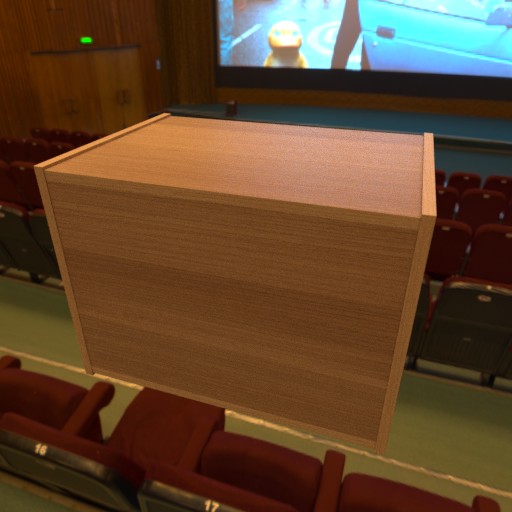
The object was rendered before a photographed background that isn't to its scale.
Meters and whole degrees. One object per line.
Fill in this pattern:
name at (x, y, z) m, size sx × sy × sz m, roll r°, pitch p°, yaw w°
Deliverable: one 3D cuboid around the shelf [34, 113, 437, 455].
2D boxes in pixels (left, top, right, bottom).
shelf at (0.000, 0.000, 0.619) m, size 0.415 × 0.305 × 0.290 m, roll 9°, pitch 31°, yaw 16°
